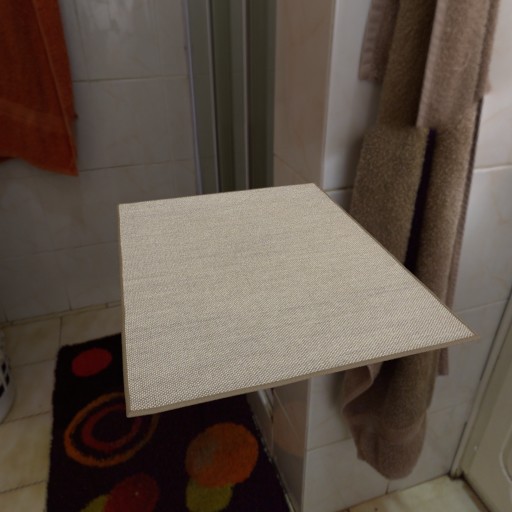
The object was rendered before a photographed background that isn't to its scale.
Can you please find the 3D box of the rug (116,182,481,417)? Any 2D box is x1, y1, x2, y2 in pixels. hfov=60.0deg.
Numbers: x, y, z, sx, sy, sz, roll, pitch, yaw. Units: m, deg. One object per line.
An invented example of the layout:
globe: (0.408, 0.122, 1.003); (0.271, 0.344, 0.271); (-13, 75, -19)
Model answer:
rug: (0.000, 0.000, 4.040); (2.413, 0.020, 3.041); (-9, 32, -14)
